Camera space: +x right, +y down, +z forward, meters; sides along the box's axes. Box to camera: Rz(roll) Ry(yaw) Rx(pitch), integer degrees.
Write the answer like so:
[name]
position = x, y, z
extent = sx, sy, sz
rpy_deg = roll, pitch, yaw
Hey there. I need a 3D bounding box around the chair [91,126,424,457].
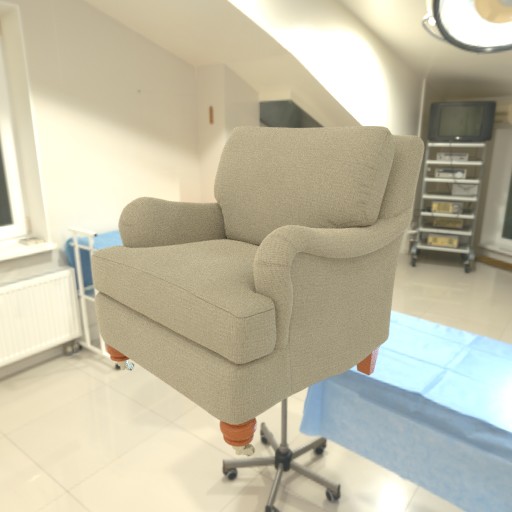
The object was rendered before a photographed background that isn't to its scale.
[chair]
position = 0.000, 0.000, 1.842
extent = 0.955, 1.038, 1.070
rpy_deg = 15, 22, 43
